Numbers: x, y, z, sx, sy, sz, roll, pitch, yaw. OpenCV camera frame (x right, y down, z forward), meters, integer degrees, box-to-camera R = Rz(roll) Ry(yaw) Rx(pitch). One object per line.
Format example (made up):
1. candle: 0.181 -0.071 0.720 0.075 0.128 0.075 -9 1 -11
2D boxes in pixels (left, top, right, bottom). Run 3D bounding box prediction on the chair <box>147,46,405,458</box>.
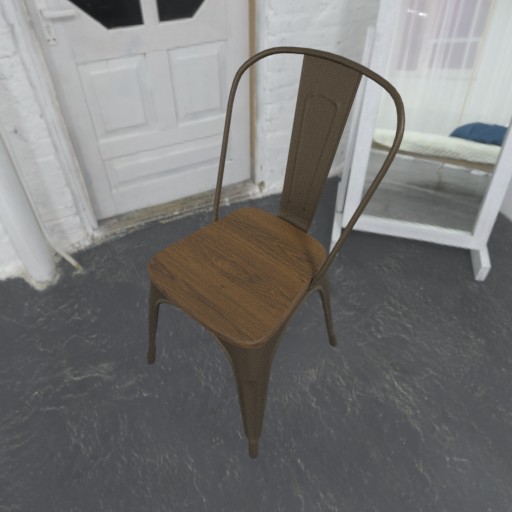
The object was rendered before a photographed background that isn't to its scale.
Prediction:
1. chair: 0.000 0.000 1.120 0.451 0.844 0.532 32 54 27
